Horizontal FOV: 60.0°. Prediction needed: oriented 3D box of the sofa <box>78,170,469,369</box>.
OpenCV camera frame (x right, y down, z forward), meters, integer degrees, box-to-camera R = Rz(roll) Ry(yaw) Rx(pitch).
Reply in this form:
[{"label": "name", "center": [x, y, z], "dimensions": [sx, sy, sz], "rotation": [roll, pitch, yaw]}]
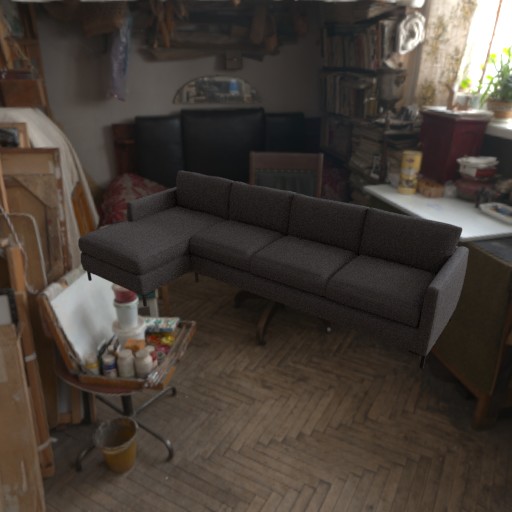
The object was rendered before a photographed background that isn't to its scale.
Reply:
[{"label": "sofa", "center": [0.000, 0.000, 3.334], "dimensions": [2.731, 0.754, 1.258], "rotation": [17, 30, 32]}]
